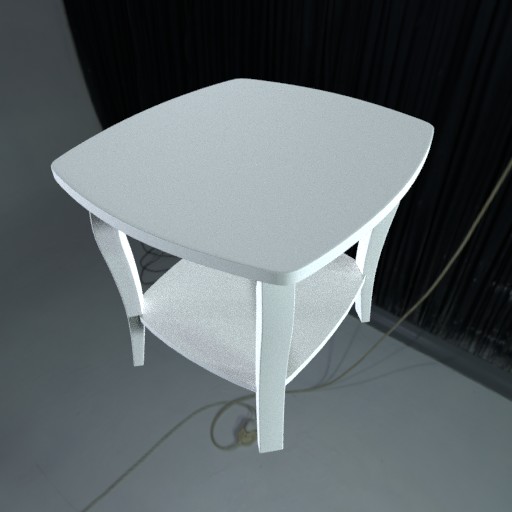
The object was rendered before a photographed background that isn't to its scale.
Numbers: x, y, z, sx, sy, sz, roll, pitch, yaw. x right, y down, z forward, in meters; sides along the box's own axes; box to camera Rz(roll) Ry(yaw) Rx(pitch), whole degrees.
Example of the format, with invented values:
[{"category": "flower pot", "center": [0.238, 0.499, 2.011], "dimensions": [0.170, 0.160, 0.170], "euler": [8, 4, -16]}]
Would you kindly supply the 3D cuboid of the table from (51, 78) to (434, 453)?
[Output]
[{"category": "table", "center": [0.000, 0.000, 0.797], "dimensions": [0.451, 0.438, 0.502], "euler": [24, 46, 26]}]
